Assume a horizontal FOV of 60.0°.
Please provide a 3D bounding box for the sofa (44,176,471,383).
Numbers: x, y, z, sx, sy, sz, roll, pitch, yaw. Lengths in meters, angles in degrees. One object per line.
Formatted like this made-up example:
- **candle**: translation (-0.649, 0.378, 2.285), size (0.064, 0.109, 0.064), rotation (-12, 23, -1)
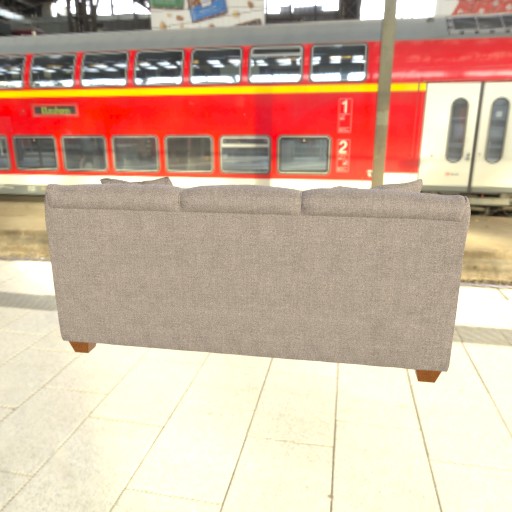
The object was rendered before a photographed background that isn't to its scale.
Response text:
- **sofa**: translation (0.000, 0.000, 2.602), size (2.024, 0.958, 0.997), rotation (3, 16, 9)
